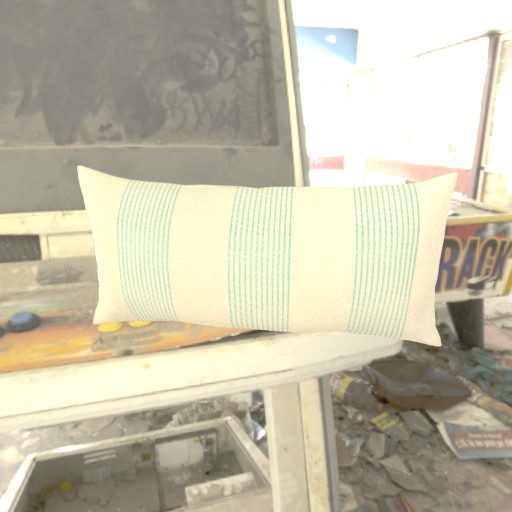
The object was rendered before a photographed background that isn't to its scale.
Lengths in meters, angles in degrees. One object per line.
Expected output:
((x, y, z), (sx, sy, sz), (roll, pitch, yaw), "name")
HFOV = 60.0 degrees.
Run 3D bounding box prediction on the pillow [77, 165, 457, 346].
((0.000, 0.000, 0.732), (0.610, 0.287, 0.151), (2, 16, 9), "pillow")
